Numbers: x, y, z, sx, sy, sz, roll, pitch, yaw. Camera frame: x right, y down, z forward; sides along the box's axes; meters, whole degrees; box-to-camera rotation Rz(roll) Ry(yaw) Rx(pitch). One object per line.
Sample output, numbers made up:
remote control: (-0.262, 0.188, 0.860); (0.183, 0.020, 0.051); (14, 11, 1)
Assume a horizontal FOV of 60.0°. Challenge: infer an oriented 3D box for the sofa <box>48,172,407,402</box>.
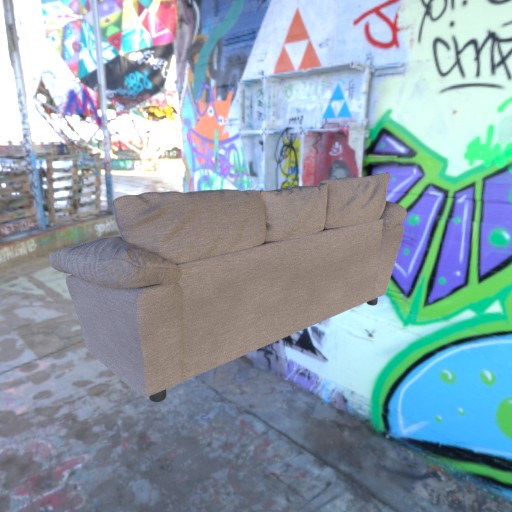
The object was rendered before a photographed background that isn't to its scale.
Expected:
sofa: (0.000, 0.000, 2.934); (2.390, 1.043, 0.927); (-14, 20, -41)
